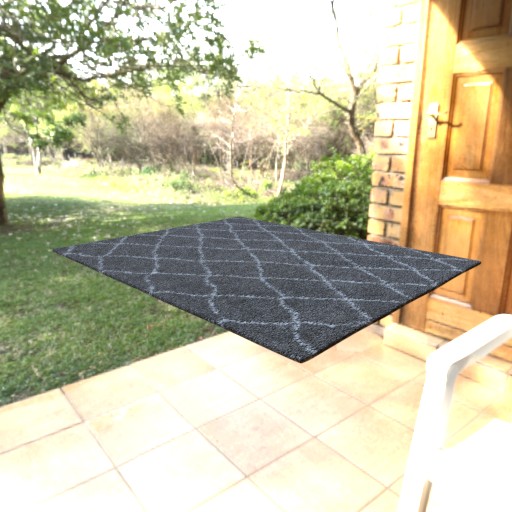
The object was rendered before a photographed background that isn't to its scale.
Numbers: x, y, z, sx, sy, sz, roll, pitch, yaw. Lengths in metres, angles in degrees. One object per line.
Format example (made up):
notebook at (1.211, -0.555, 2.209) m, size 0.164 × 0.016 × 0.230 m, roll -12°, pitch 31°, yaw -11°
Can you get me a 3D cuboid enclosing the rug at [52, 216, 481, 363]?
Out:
rug at (0.000, 0.000, 3.995) m, size 3.047 × 0.029 × 2.438 m, roll 15°, pitch 21°, yaw 43°
